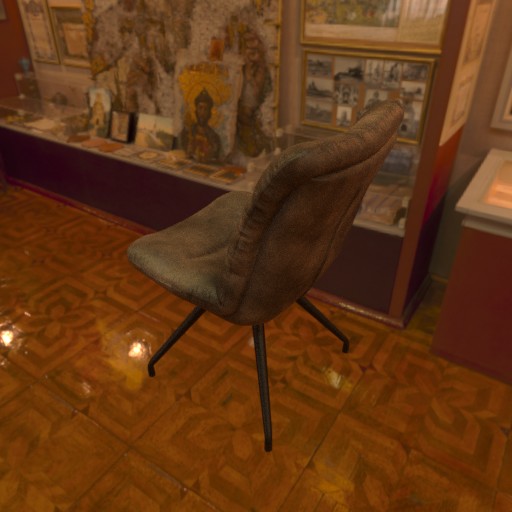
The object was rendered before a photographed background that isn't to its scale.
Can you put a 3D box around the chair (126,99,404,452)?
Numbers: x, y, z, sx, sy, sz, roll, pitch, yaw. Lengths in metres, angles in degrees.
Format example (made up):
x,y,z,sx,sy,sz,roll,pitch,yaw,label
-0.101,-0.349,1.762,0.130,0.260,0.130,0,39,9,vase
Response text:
x,y,z,sx,sy,sz,roll,pitch,yaw,label
0.000,0.000,1.280,0.622,0.870,0.549,21,37,30,chair
